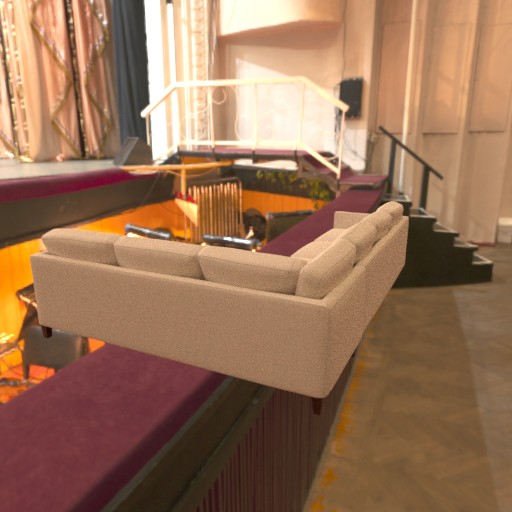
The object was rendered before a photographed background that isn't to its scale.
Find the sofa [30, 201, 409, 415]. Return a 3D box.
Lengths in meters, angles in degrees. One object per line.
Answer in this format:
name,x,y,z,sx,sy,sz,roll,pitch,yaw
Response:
sofa,0.000,0.000,4.551,2.593,0.947,3.302,8,17,25
